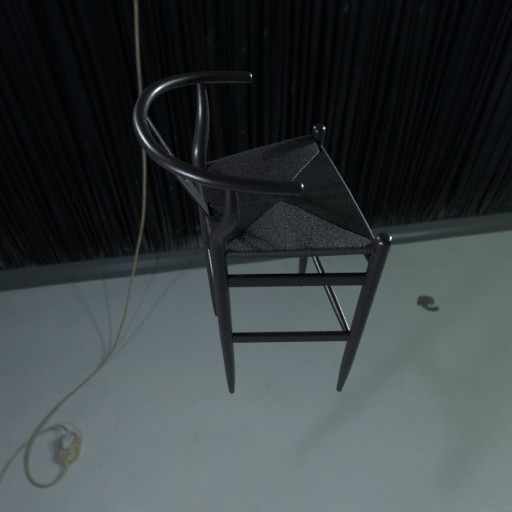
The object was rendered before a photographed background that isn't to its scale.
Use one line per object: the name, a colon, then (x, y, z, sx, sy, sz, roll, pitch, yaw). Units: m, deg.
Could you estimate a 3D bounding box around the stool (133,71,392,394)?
stool: (0.000, 0.000, 1.441, 0.579, 1.072, 0.569, -9, 48, -8)
